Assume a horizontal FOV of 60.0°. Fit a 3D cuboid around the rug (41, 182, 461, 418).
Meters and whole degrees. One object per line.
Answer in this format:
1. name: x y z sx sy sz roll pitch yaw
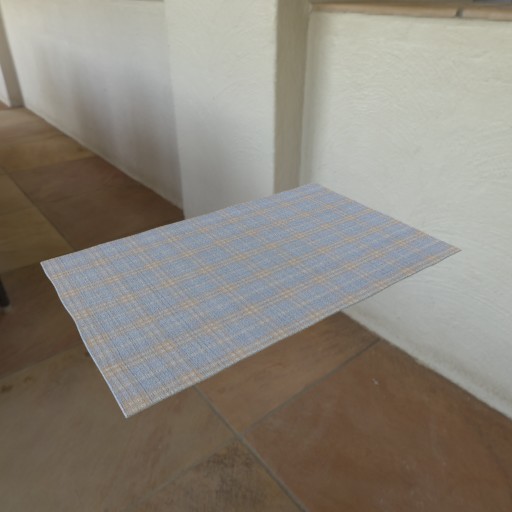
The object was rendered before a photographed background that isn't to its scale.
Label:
1. rug: 0.000 0.000 3.040 2.460 0.016 1.545 -20 37 -30
